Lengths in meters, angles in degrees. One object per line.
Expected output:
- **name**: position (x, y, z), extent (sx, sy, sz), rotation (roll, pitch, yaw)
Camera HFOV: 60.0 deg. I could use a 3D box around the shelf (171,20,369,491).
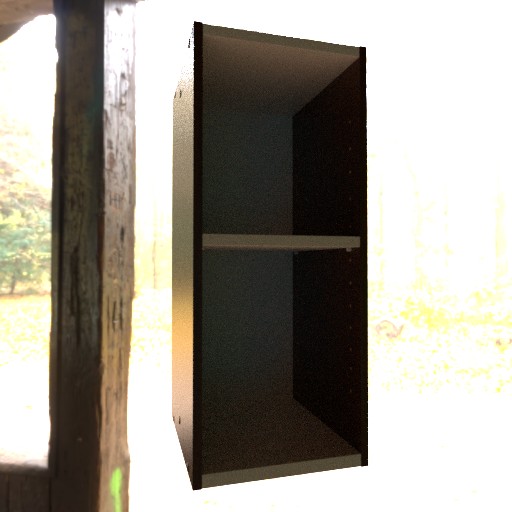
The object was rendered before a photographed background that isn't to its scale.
- **shelf**: position (0.000, 0.000, 0.738), extent (0.253, 0.600, 0.290), rotation (0, -1, -16)
